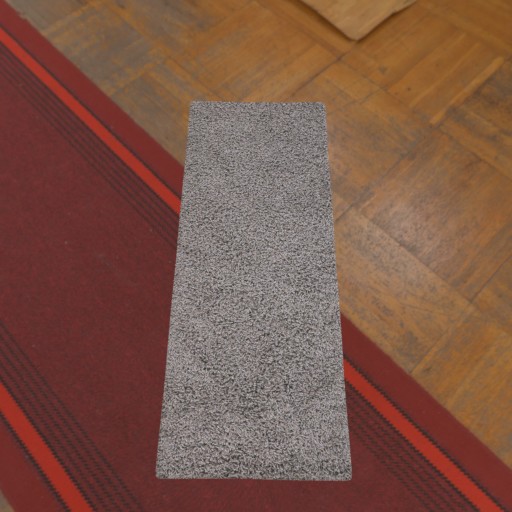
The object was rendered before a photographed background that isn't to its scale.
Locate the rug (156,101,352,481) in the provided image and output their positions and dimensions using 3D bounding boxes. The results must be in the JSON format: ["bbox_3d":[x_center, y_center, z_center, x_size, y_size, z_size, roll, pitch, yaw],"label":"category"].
[{"bbox_3d":[0.000,0.000,1.689,0.609,0.030,1.524,1,65,0],"label":"rug"}]
